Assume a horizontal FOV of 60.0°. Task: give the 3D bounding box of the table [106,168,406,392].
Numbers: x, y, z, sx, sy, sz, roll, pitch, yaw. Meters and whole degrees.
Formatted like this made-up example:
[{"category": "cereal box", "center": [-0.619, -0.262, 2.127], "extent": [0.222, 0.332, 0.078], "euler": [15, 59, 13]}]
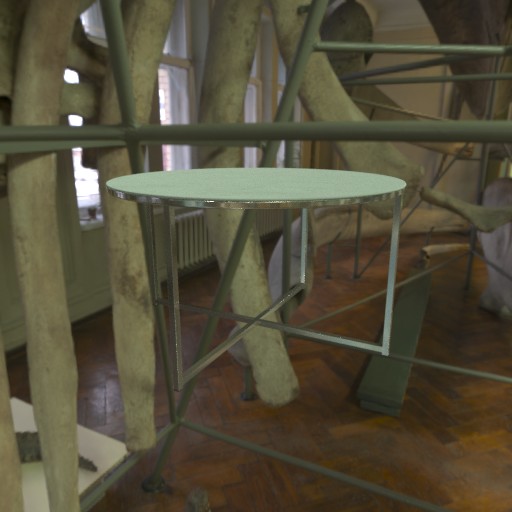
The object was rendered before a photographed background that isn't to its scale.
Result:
[{"category": "table", "center": [0.000, 0.000, 1.301], "extent": [0.800, 0.450, 0.800], "euler": [0, 15, 0]}]
